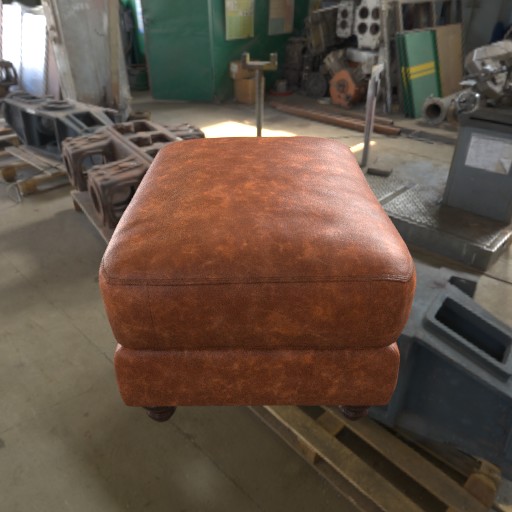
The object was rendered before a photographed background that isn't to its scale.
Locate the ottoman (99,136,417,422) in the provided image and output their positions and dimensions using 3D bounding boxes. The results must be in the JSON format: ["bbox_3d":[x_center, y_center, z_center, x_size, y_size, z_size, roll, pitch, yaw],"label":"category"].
[{"bbox_3d":[0.000,0.000,1.262,0.657,0.562,0.832,0,32,-1],"label":"ottoman"}]
